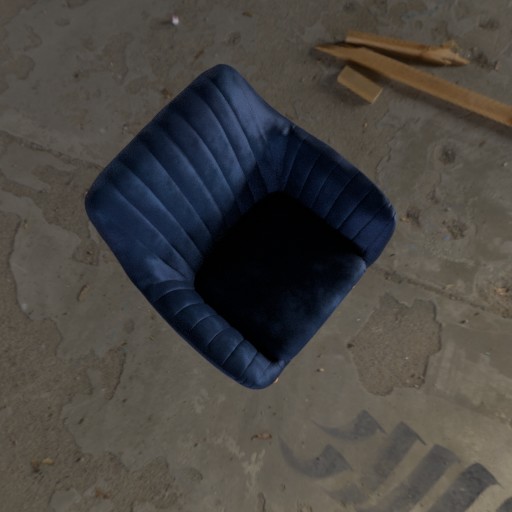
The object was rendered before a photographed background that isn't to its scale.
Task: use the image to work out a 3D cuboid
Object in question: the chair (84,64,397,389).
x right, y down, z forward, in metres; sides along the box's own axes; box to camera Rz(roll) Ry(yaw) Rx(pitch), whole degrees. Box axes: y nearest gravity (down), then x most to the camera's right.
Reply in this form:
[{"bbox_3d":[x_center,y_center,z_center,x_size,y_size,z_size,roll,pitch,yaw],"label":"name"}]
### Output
[{"bbox_3d":[0.000,0.000,1.245,0.573,0.826,0.578,40,79,9],"label":"chair"}]
